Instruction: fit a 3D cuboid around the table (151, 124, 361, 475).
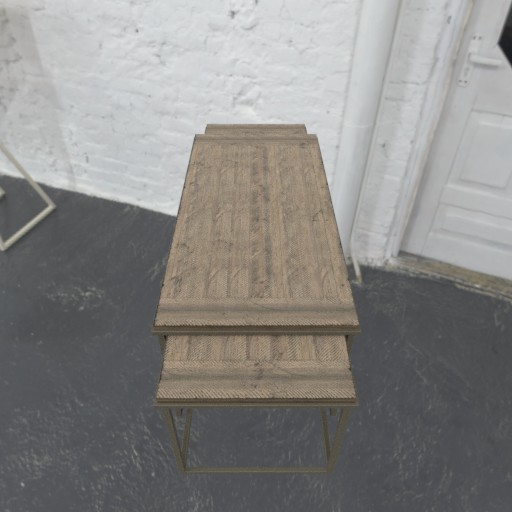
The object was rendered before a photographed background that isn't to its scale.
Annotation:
[{"bbox_3d":[0.000,0.000,1.528,0.489,0.427,1.312,0,42,0],"label":"table"}]
